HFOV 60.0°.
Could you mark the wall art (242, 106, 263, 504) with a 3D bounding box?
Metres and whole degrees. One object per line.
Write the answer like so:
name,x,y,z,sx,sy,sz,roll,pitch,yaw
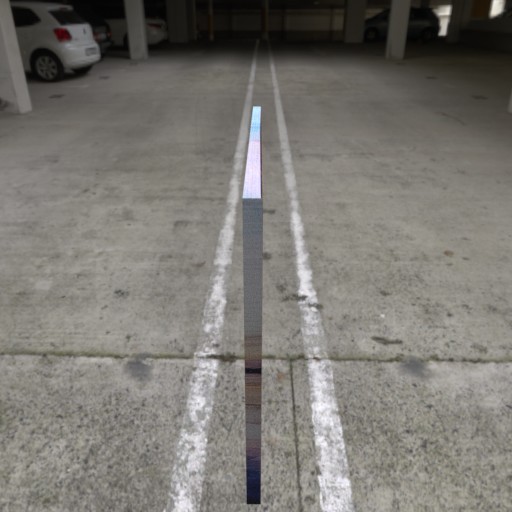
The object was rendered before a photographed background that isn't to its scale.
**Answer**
wall art,0.000,0.000,0.741,0.018,0.402,0.604,0,26,0
